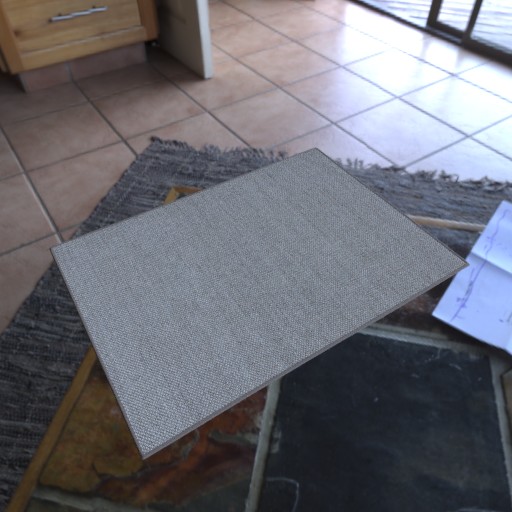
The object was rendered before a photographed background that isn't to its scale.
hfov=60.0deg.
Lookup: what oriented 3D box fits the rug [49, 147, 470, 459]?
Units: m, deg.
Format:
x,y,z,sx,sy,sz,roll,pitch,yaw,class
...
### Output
x,y,z,sx,sy,sz,roll,pitch,yaw,class
0.000,0.000,2.726,2.115,0.013,1.517,-25,51,-22,rug
